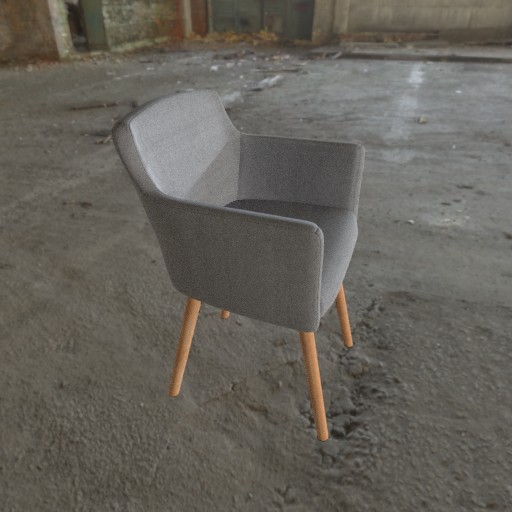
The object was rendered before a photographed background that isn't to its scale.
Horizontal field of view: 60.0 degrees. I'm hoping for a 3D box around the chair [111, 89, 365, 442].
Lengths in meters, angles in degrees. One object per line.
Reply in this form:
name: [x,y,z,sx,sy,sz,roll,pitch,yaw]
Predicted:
chair: [0.000,0.000,1.183,0.540,0.780,0.570,10,32,17]
